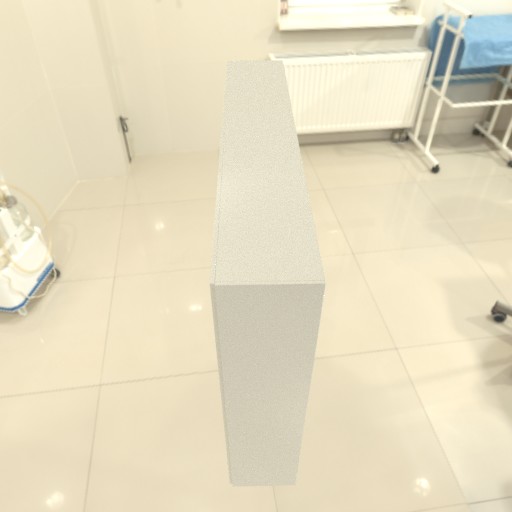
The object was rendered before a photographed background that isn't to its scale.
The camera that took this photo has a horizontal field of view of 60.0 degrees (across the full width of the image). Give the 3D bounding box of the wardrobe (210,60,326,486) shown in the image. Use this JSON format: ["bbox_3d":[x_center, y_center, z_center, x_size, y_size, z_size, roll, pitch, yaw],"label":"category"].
[{"bbox_3d":[0.000,0.000,3.946,0.580,2.360,3.000,-1,42,-1],"label":"wardrobe"}]
